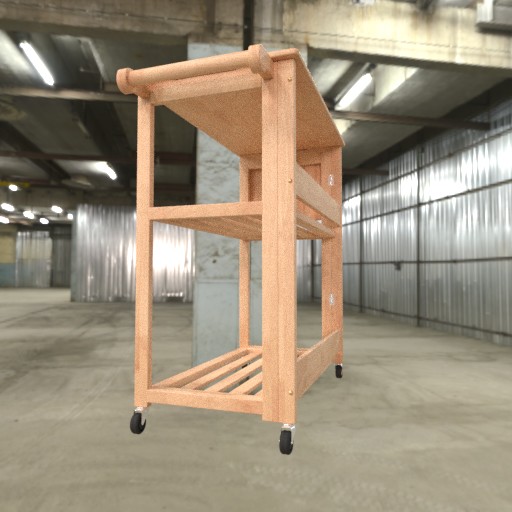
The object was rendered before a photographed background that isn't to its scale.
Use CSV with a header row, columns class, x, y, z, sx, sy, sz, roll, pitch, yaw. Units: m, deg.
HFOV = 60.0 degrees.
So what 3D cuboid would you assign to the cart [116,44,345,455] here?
class,x,y,z,sx,sy,sz,roll,pitch,yaw
cart,0.000,0.000,1.342,0.432,0.879,0.853,-1,-3,19
